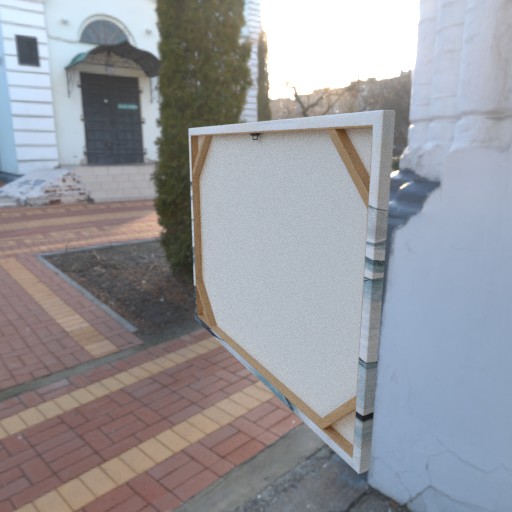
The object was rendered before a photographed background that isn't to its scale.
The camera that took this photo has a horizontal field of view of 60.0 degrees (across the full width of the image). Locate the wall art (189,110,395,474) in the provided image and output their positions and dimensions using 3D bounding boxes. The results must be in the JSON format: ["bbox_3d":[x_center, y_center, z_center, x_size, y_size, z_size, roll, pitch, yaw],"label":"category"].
[{"bbox_3d":[0.000,0.000,1.584,0.039,0.915,1.219,-7,16,-27],"label":"wall art"}]
